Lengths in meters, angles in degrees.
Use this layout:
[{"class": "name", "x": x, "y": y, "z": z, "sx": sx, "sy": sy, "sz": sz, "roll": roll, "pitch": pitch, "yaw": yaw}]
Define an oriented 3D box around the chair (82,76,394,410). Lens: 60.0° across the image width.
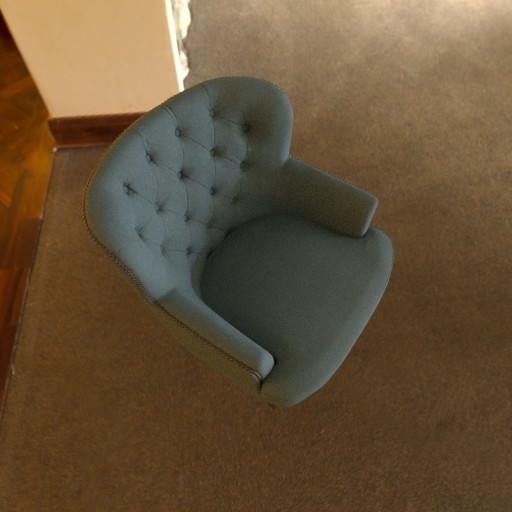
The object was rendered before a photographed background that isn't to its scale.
[{"class": "chair", "x": 0.000, "y": 0.000, "z": 1.619, "sx": 0.906, "sy": 0.868, "sz": 0.848, "roll": 30, "pitch": 62, "yaw": 18}]
